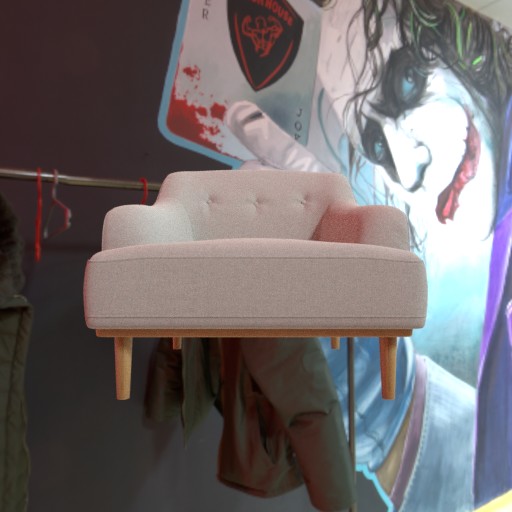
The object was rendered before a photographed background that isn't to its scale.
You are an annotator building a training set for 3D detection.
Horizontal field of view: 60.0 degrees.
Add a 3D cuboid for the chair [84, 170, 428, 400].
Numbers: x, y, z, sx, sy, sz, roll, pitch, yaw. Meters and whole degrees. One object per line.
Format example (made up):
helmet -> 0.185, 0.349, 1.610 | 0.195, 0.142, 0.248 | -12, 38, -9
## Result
chair -> 0.000, 0.000, 1.645 | 0.946, 0.818, 0.951 | 0, -1, 0
